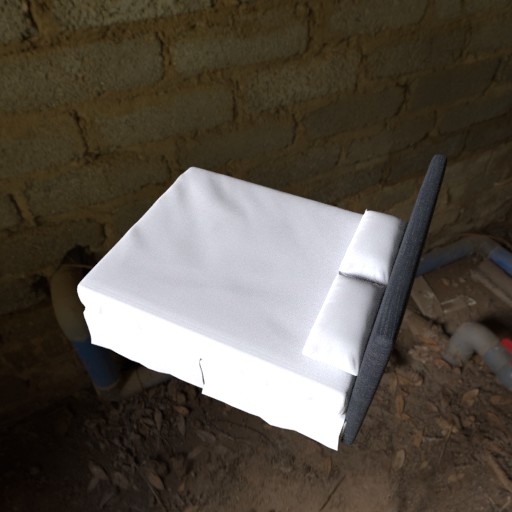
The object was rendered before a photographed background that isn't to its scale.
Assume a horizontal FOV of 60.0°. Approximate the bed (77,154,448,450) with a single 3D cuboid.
[{"bbox_3d":[0.000,0.000,3.262,2.142,1.330,1.723,19,50,17],"label":"bed"}]
